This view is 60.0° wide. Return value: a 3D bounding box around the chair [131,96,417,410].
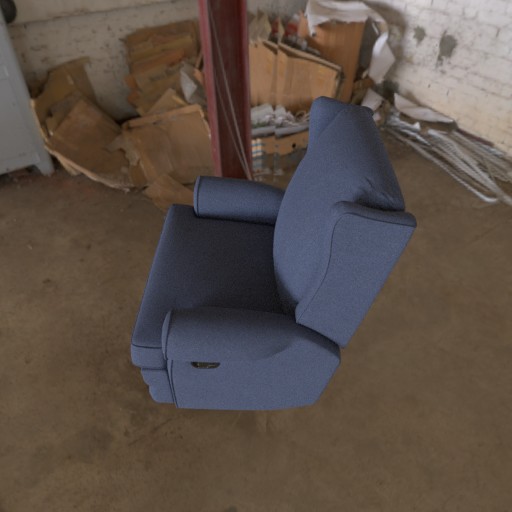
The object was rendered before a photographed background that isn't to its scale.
[{"bbox_3d":[0.000,0.000,1.743,0.877,1.020,0.971,1,42,1],"label":"chair"}]
